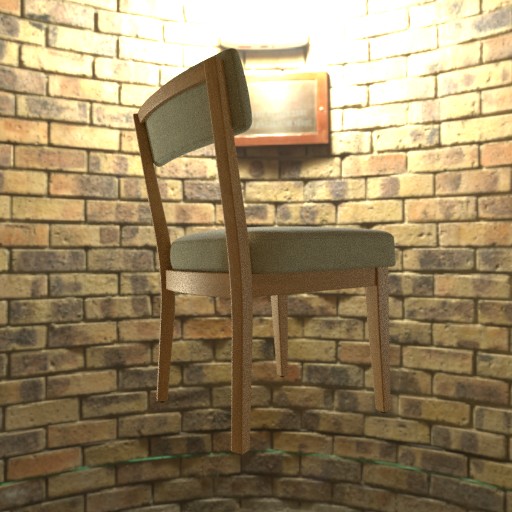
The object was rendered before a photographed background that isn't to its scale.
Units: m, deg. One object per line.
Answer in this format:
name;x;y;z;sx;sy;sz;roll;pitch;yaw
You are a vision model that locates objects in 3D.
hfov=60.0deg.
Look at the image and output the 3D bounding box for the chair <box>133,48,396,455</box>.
chair;0.000;0.000;1.201;0.572;0.832;0.508;0;0;-35
